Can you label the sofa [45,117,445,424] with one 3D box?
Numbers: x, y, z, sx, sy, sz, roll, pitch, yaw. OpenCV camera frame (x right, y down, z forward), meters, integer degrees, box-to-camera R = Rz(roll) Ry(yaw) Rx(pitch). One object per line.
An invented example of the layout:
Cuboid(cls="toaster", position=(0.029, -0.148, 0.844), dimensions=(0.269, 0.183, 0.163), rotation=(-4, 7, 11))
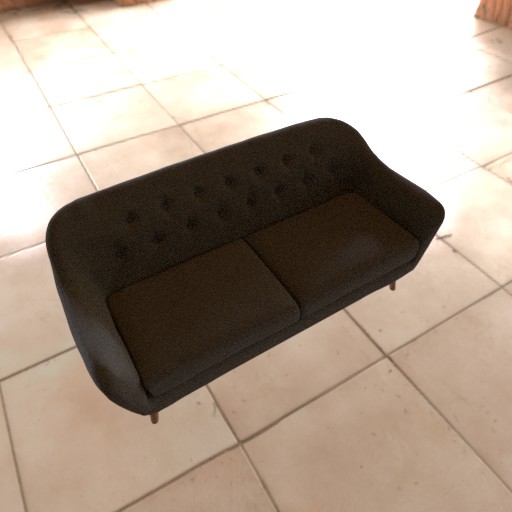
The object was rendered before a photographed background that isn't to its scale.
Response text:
Cuboid(cls="sofa", position=(0.000, 0.000, 2.248), dimensions=(1.840, 0.820, 0.820), rotation=(-24, 51, -21))
